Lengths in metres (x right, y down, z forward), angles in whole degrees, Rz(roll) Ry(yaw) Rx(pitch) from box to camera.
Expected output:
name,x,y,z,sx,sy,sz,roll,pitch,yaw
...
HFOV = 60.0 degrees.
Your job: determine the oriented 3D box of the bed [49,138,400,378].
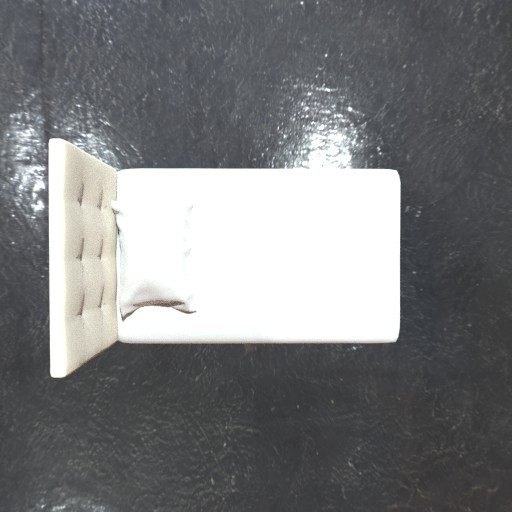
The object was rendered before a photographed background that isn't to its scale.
name,x,y,z,sx,sy,sz,roll,pitch,yaw
bed,0.000,0.000,2.873,1.997,1.571,1.261,0,91,0
